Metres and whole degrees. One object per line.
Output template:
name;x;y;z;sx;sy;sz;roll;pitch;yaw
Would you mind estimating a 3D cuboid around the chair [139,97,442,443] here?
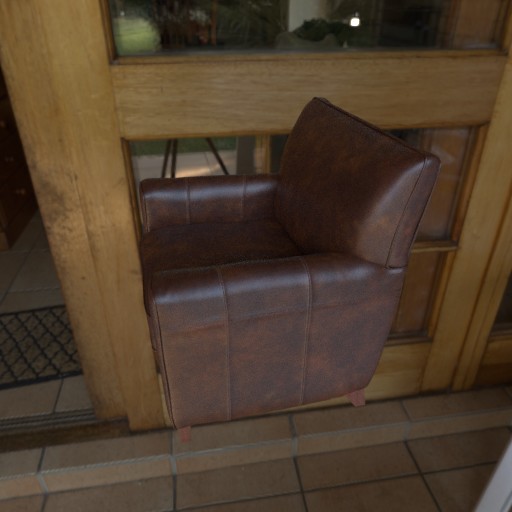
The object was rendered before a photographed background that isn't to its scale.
chair;0.000;0.000;1.623;0.823;0.943;0.870;-8;31;-13
